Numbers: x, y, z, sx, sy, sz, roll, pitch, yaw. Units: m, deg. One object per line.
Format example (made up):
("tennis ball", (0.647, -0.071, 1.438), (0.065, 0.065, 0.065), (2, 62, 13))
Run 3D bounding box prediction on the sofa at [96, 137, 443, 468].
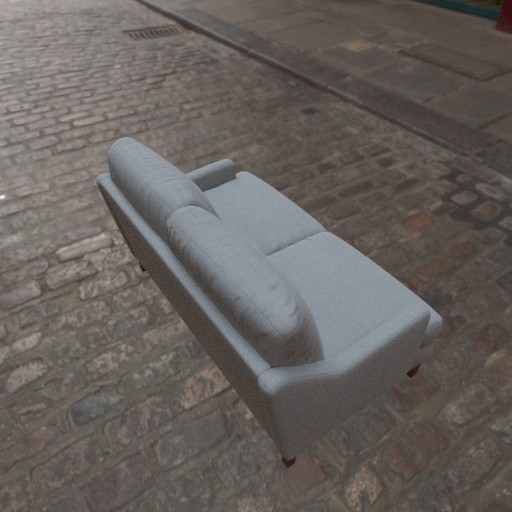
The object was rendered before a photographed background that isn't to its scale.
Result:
("sofa", (0.000, 0.000, 2.200), (0.987, 0.921, 1.589), (-24, 46, -26))
